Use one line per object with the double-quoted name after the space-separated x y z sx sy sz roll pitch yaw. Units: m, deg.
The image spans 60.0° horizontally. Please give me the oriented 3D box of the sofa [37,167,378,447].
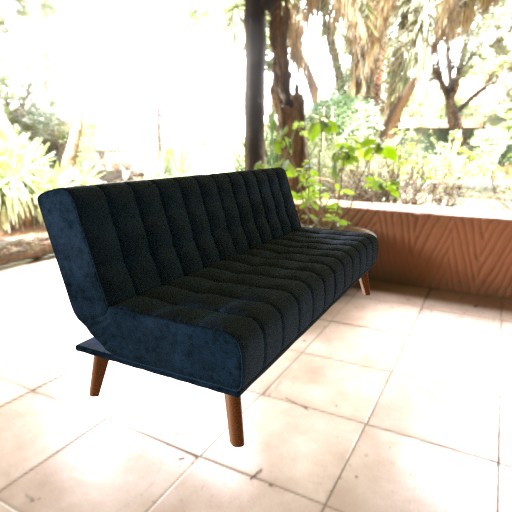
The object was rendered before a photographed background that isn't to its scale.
0.000 0.000 2.273 0.855 0.813 1.804 7 16 27 "sofa"
